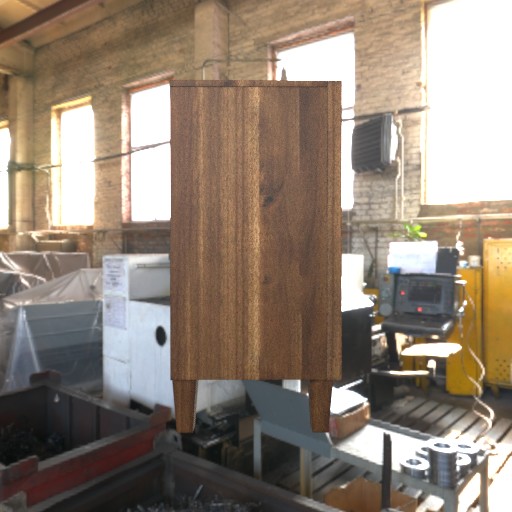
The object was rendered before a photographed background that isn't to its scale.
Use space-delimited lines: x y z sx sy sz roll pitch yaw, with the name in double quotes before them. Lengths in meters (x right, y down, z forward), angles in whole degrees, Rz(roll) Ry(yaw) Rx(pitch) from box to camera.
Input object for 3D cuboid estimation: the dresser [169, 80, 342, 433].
"dresser" 0.000 0.000 1.802 0.438 0.892 1.387 0 1 0
